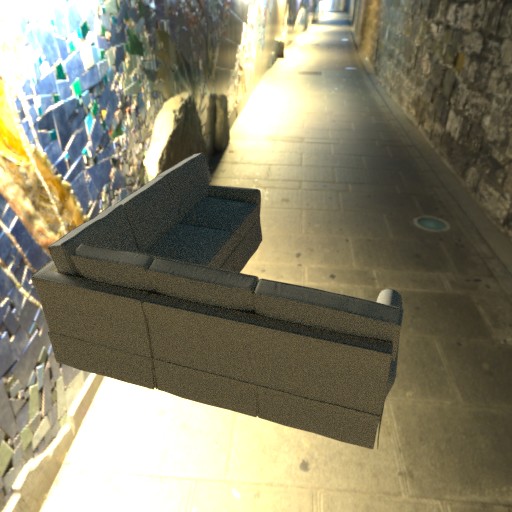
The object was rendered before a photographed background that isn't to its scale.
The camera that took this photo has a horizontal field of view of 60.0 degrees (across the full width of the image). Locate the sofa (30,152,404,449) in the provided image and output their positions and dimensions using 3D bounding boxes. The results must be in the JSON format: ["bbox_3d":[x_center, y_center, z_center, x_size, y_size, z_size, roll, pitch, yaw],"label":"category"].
[{"bbox_3d":[0.000,0.000,4.034,2.591,1.070,2.597,10,31,16],"label":"sofa"}]
